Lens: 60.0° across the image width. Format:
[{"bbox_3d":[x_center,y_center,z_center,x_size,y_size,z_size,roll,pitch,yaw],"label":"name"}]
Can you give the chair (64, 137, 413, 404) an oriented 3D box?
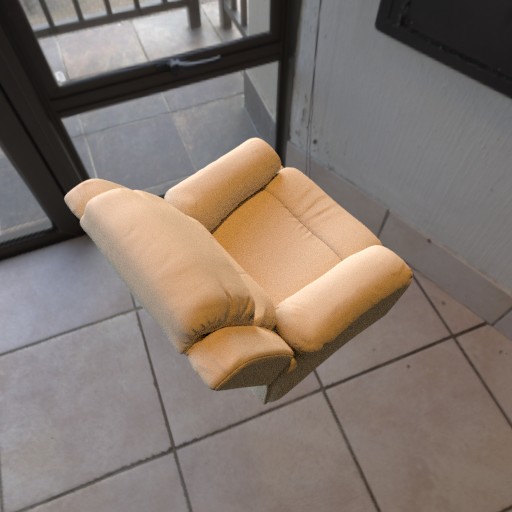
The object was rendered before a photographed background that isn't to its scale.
[{"bbox_3d":[0.000,0.000,1.266,0.709,0.702,0.680,-36,65,-19],"label":"chair"}]
